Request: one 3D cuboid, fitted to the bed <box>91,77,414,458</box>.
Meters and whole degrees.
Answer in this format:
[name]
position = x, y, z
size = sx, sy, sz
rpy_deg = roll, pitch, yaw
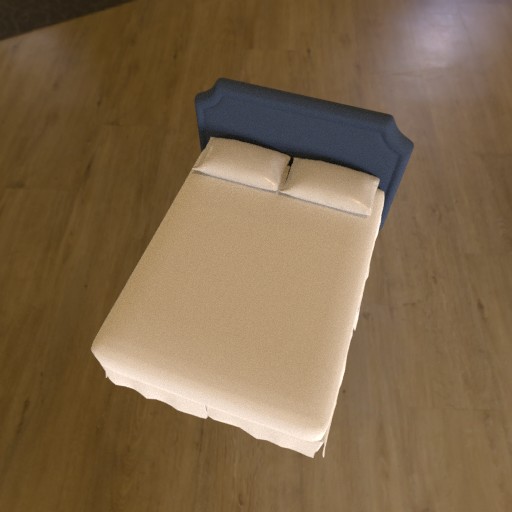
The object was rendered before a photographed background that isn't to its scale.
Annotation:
[bed]
position = 0.000, 0.000, 3.363
size = 1.831, 1.297, 2.260
rpy_deg = 16, 59, 10
